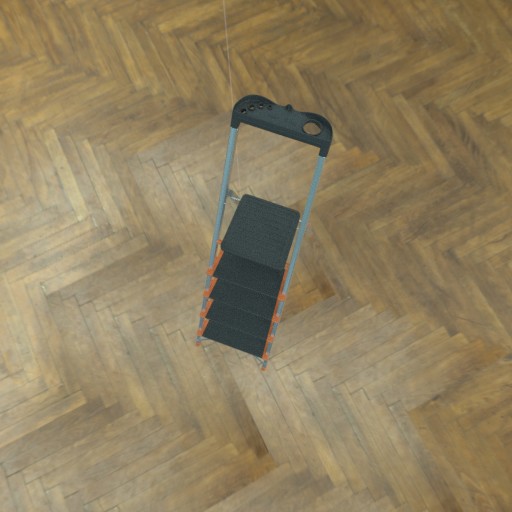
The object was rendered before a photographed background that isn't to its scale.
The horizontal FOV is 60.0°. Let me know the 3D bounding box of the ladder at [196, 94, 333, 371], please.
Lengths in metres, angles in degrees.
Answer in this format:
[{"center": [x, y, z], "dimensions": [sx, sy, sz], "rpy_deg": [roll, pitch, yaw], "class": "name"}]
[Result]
[{"center": [0.000, 0.000, 2.177], "dimensions": [0.480, 1.646, 0.995], "rpy_deg": [19, 76, 5], "class": "ladder"}]
